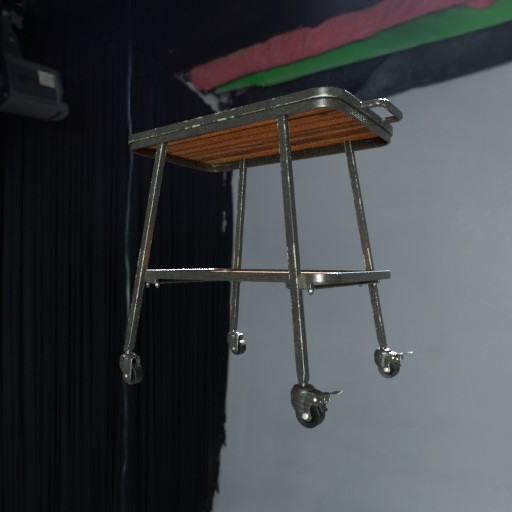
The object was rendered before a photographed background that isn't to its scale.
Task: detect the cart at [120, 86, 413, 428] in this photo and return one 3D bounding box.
[{"bbox_3d":[0.000,0.000,1.266,0.806,0.700,0.515,-1,-1,36],"label":"cart"}]
